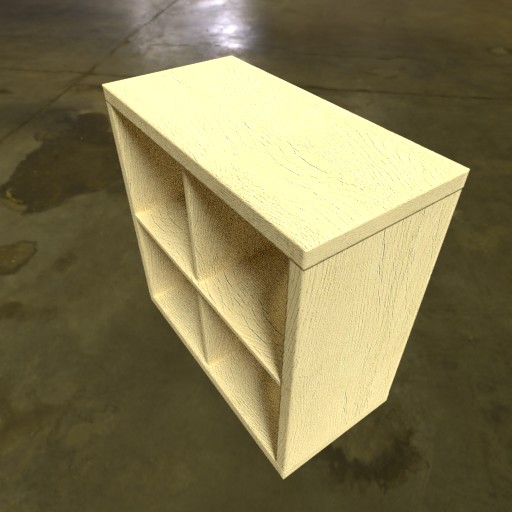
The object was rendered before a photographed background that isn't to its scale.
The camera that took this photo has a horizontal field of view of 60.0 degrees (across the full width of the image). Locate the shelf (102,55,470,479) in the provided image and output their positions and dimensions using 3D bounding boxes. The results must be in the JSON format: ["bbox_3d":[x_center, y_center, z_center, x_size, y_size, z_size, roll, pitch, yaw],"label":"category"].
[{"bbox_3d":[0.000,0.000,1.221,0.390,0.786,0.790,-25,47,-26],"label":"shelf"}]
